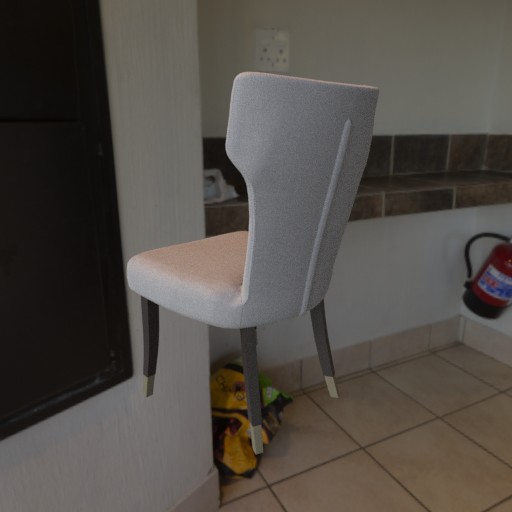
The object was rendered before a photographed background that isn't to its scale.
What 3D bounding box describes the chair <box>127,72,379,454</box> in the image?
[{"bbox_3d":[0.000,0.000,1.313,0.630,0.950,0.526,15,22,42],"label":"chair"}]
